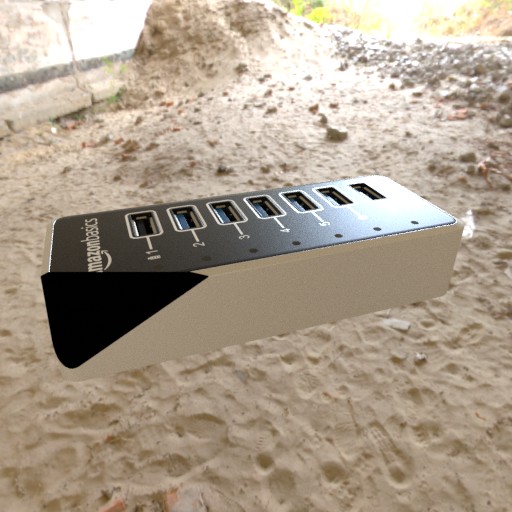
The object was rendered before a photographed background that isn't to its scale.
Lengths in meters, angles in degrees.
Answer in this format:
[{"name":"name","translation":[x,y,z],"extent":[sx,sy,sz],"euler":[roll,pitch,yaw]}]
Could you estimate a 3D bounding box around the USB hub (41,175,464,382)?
[{"name":"USB hub","translation":[0.000,0.000,0.129],"extent":[0.110,0.023,0.044],"euler":[-10,32,-17]}]
